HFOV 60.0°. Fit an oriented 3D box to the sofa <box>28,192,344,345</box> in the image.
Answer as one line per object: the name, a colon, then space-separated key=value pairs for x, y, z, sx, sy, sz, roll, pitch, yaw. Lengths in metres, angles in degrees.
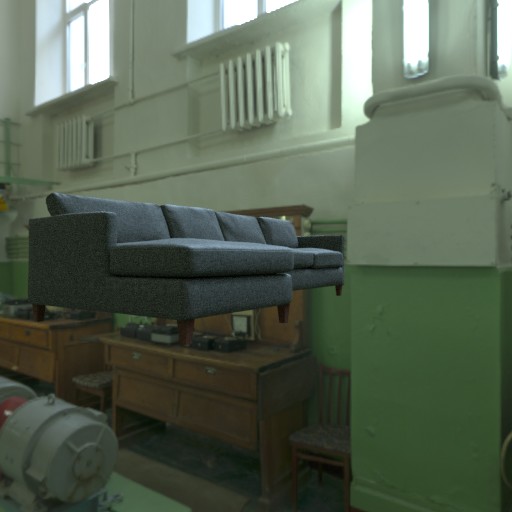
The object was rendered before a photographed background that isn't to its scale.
sofa: x=0.000 y=0.000 z=4.123 sx=1.635 sy=0.960 sz=3.485 roll=0 pitch=0 yaw=36
